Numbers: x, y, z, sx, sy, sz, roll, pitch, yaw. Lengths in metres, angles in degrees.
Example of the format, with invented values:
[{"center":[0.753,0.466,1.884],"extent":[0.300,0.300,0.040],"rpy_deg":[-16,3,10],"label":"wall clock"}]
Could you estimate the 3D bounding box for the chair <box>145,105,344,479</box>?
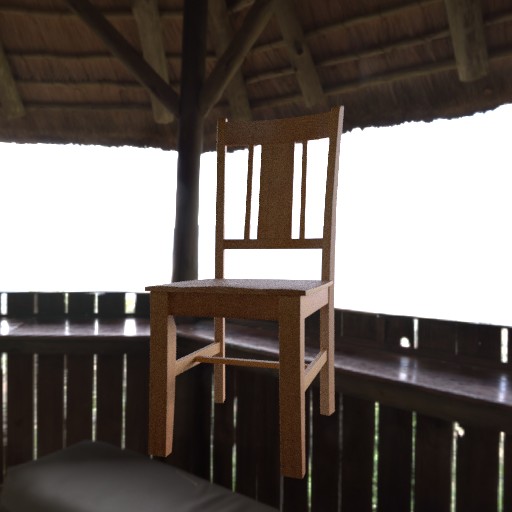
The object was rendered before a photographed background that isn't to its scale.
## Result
[{"center":[0.000,0.000,1.306],"extent":[0.450,0.998,0.556],"rpy_deg":[0,0,18],"label":"chair"}]
